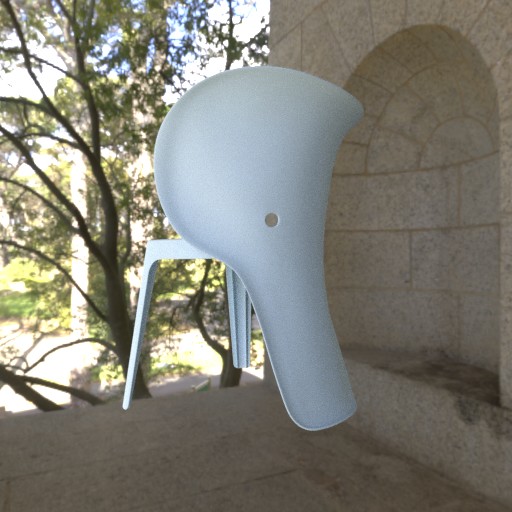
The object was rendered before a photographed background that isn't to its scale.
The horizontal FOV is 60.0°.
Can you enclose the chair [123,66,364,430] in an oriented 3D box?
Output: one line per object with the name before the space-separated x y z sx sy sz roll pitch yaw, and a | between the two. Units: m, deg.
chair | 0.000 0.000 0.865 0.402 0.554 0.451 0 -1 35
